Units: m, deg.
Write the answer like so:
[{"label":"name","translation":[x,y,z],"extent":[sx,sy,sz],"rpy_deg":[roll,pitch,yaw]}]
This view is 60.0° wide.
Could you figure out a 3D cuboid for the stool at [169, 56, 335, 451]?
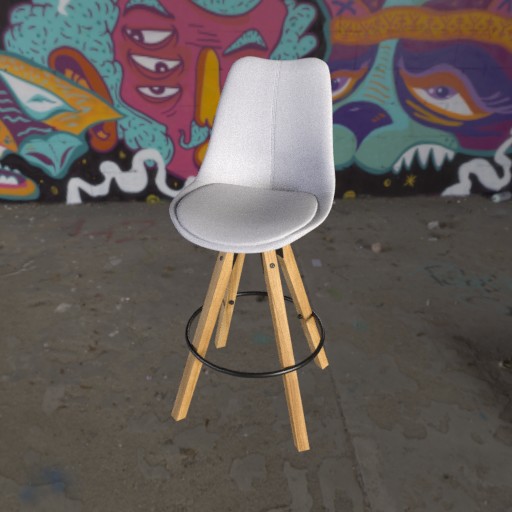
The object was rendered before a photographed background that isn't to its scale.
[{"label":"stool","translation":[0.000,0.000,1.398],"extent":[0.484,1.115,0.550],"rpy_deg":[8,29,15]}]
